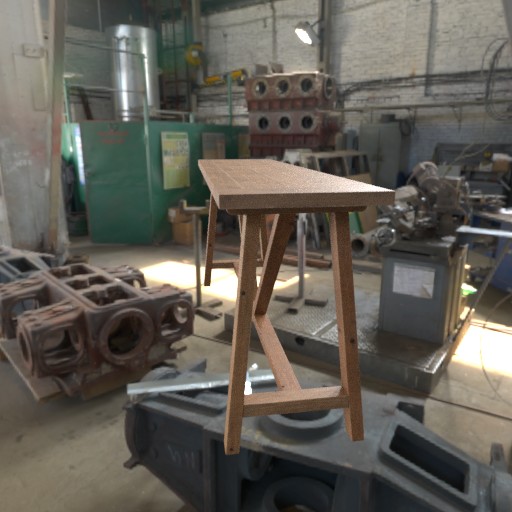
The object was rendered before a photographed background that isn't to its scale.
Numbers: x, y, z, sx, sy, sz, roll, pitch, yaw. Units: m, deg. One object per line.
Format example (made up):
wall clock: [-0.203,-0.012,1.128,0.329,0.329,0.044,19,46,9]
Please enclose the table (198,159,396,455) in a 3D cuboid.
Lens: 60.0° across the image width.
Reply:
table: [0.000,0.000,2.095,0.465,0.810,1.800,-2,15,-9]
